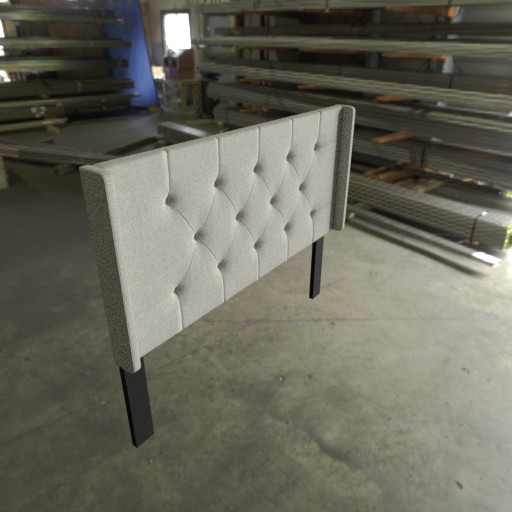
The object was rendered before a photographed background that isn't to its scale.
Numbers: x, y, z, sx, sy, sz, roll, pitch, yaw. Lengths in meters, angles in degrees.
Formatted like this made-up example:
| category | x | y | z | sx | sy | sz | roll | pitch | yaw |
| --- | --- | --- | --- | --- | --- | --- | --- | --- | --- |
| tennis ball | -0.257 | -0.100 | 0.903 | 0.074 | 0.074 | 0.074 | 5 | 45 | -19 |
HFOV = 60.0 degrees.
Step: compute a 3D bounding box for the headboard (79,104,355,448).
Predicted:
| category | x | y | z | sx | sy | sz | roll | pitch | yaw |
| --- | --- | --- | --- | --- | --- | --- | --- | --- | --- |
| headboard | 0.000 | 0.000 | 2.680 | 0.184 | 1.524 | 2.051 | 18 | 32 | 32 |
